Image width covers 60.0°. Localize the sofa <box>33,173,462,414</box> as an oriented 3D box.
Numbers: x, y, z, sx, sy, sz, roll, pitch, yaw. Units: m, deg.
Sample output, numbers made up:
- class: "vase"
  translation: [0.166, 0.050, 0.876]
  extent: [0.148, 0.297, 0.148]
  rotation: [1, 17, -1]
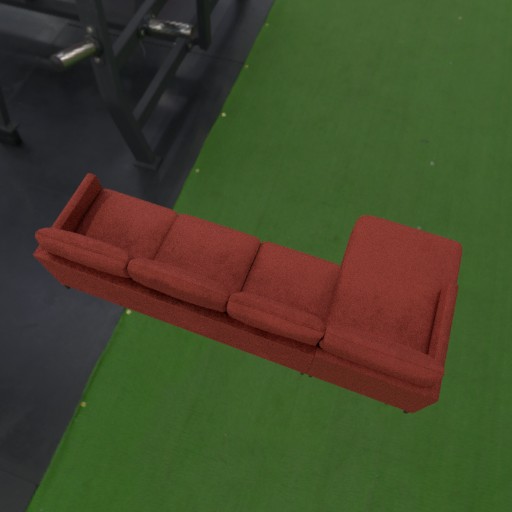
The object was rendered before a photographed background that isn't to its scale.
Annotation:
- class: "sofa"
  translation: [0.000, 0.000, 3.922]
  extent: [3.400, 0.967, 1.500]
  rotation: [18, 64, 9]
